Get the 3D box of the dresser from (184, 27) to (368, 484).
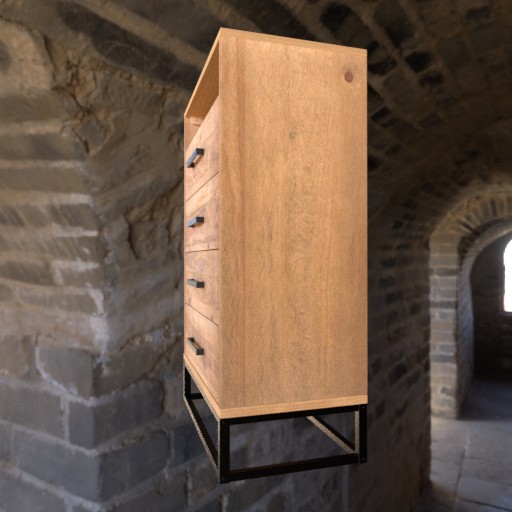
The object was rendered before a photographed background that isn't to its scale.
[{"bbox_3d":[0.000,0.000,1.625,0.479,1.240,0.761,0,0,-17],"label":"dresser"}]
